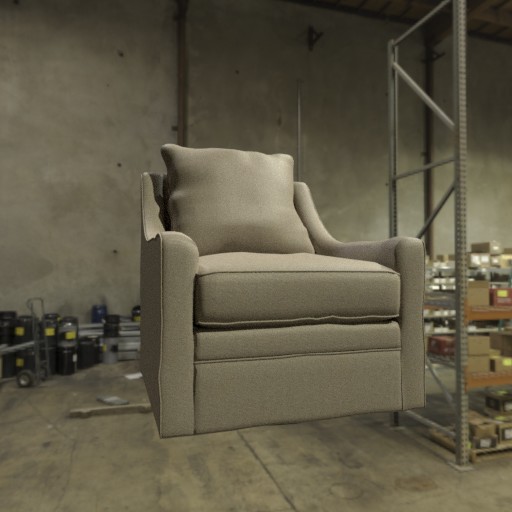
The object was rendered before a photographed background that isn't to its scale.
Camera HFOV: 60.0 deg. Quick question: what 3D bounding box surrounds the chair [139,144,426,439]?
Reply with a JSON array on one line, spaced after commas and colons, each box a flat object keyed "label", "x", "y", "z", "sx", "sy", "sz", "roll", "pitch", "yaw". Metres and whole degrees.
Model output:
[{"label": "chair", "x": 0.000, "y": 0.000, "z": 1.566, "sx": 0.760, "sy": 0.942, "sz": 0.876, "roll": 1, "pitch": -2, "yaw": -18}]
